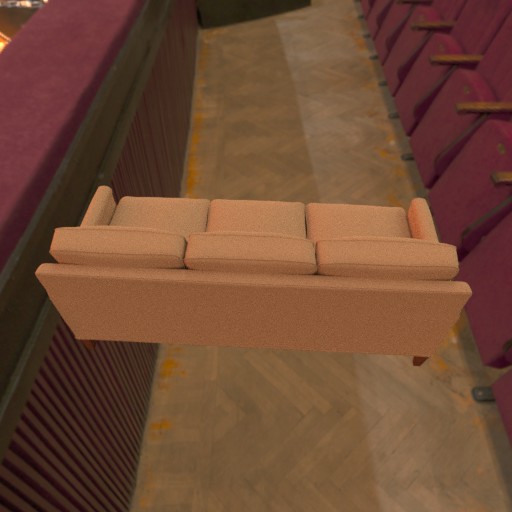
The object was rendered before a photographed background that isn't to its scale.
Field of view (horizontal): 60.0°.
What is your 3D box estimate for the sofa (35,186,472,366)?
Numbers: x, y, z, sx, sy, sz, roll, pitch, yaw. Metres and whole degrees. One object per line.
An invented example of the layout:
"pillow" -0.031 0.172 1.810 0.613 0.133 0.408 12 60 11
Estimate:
"sofa" 0.000 0.000 2.791 2.246 1.003 1.084 2 46 2
